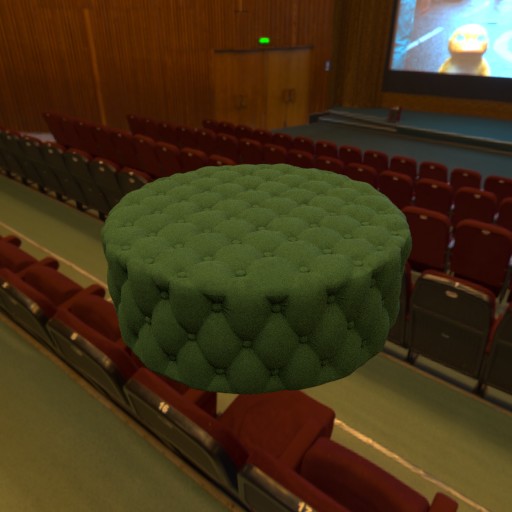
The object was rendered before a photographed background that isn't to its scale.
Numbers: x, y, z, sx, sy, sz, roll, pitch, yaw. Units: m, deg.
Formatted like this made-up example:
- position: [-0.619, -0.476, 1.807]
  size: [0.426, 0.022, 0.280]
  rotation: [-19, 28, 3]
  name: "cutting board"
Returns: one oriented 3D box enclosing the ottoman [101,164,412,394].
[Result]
- position: [0.000, 0.000, 1.540]
  size: [0.998, 0.399, 0.998]
  rotation: [0, 29, 0]
  name: "ottoman"
